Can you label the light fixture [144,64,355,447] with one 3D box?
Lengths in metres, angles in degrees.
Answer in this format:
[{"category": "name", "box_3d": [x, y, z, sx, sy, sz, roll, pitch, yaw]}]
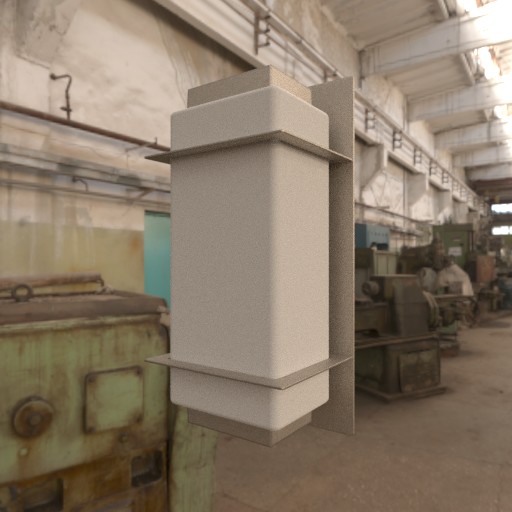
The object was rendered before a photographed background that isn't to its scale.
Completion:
[{"category": "light fixture", "box_3d": [0.000, 0.000, 0.468, 0.168, 0.380, 0.160, 0, 0, 36]}]
